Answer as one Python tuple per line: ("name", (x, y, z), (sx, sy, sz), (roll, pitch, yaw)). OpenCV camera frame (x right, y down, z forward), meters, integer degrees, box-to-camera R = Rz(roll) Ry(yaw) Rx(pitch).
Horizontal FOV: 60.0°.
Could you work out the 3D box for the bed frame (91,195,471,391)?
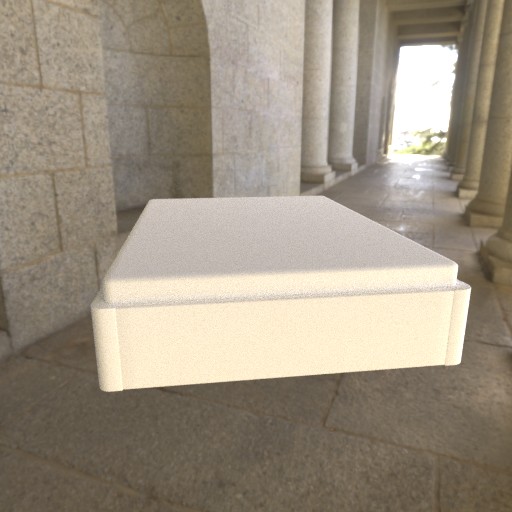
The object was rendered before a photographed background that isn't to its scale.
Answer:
("bed frame", (0.000, 0.000, 2.504), (1.400, 0.406, 1.900), (-2, 16, -8))
